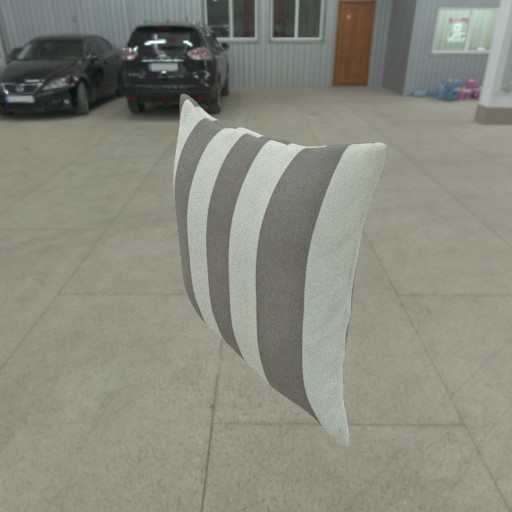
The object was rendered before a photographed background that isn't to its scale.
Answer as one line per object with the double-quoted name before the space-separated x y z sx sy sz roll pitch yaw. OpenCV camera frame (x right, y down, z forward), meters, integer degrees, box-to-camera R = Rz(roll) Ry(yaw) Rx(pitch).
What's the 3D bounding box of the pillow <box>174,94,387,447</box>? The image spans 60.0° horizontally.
"pillow" 0.000 0.000 0.809 0.192 0.507 0.522 -18 32 -31
